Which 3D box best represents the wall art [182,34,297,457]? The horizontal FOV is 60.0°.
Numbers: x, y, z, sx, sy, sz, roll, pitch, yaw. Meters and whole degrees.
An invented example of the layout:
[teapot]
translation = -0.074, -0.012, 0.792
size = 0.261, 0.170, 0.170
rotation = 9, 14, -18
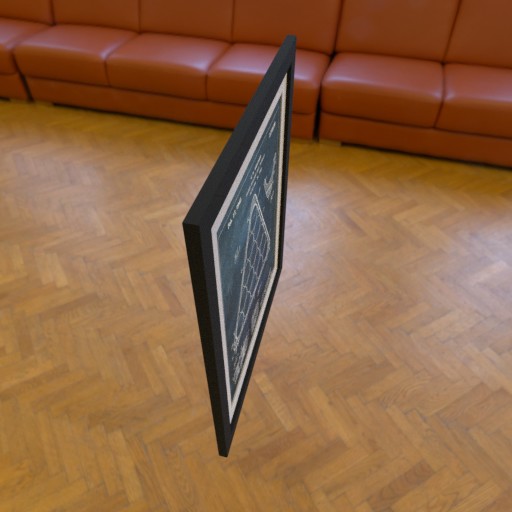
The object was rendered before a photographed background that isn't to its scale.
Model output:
[wall art]
translation = 0.000, 0.000, 0.493
size = 0.010, 0.361, 0.311
rotation = 10, 47, 10
